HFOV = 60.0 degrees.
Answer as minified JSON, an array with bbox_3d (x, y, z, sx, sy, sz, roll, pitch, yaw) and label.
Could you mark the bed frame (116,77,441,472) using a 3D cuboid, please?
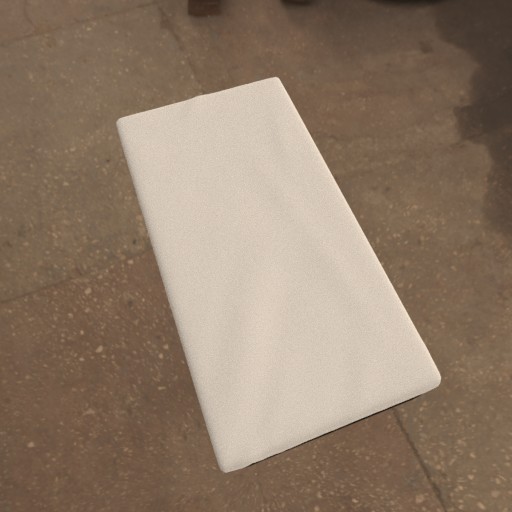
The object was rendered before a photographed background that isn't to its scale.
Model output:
[{"bbox_3d":[0.000,0.000,2.385,0.989,0.619,1.903,-18,65,-9],"label":"bed frame"}]
